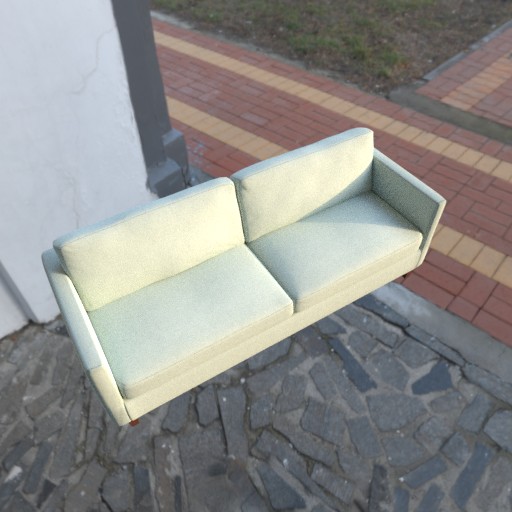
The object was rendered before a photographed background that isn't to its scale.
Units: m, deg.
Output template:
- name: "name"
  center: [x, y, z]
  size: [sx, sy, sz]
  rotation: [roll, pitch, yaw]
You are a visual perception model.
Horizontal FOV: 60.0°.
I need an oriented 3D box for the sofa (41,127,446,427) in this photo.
- name: "sofa"
  center: [0.000, 0.000, 2.951]
  size: [2.434, 0.965, 0.948]
  rotation: [-24, 52, -21]
